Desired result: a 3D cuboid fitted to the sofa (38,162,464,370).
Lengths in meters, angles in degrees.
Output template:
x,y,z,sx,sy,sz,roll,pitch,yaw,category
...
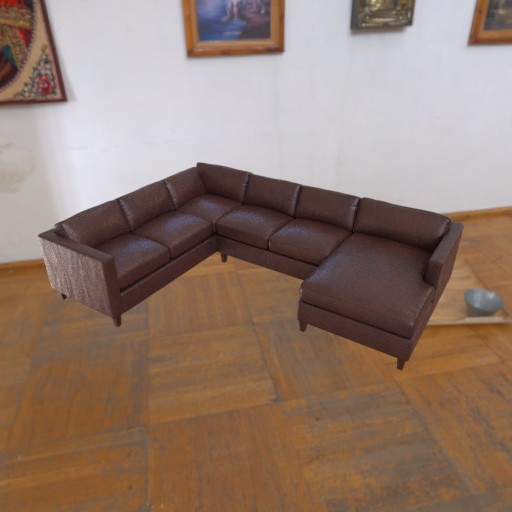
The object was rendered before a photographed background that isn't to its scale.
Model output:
x,y,z,sx,sy,sz,roll,pitch,yaw,category
0.000,0.000,4.409,3.324,0.891,2.452,18,34,28,sofa
